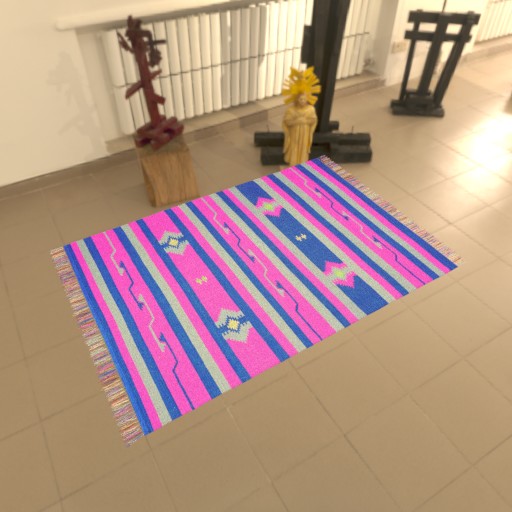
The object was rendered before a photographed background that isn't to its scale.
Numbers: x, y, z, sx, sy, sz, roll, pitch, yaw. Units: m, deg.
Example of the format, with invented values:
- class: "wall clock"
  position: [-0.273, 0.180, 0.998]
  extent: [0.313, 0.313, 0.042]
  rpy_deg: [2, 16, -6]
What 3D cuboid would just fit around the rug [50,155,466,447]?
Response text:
- class: "rug"
  position: [0.000, 0.000, 2.939]
  extent: [2.350, 0.013, 1.539]
  rpy_deg: [-23, 49, -22]
